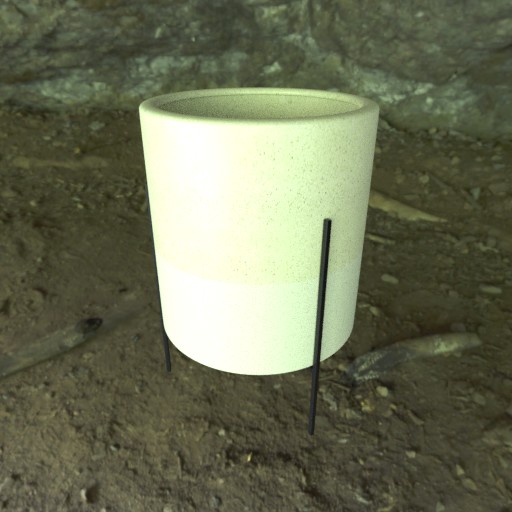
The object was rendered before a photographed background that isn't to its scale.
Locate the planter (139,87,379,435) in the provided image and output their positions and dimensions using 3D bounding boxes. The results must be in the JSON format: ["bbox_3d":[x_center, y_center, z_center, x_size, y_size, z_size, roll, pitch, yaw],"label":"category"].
[{"bbox_3d":[0.000,0.000,0.721,0.333,0.483,0.324,0,27,0],"label":"planter"}]
